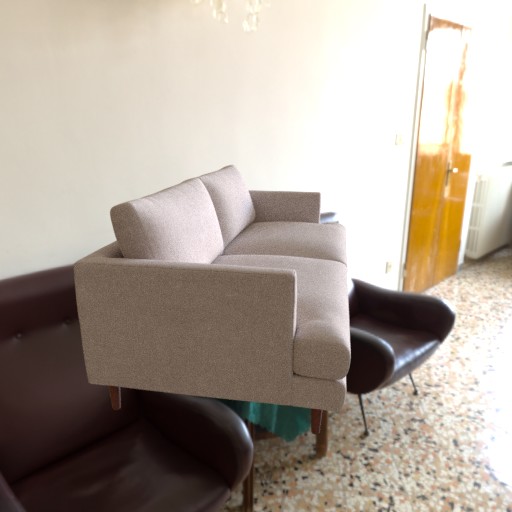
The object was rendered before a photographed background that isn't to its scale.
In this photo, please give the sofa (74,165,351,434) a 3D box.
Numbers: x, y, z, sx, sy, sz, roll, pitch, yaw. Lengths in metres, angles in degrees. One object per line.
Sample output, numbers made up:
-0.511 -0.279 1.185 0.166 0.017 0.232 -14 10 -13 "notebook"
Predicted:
0.000 0.000 2.498 1.020 0.868 1.948 3 17 10 "sofa"
